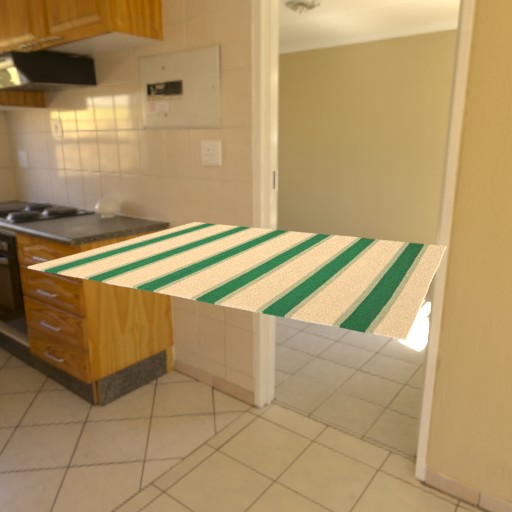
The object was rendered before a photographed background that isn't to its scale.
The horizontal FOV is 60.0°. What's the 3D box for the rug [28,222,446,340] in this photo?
[{"bbox_3d":[0.000,0.000,4.058,3.041,0.019,2.434,7,16,26],"label":"rug"}]
